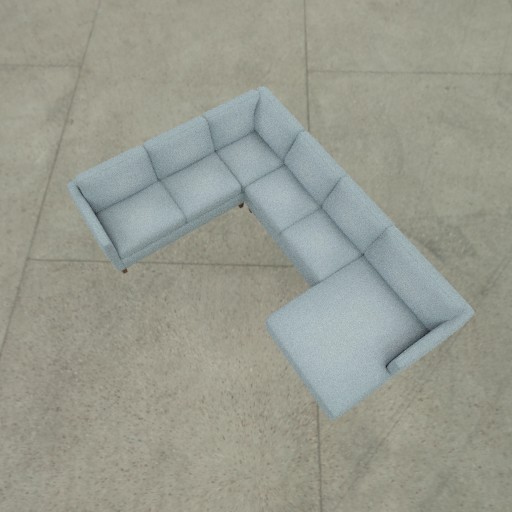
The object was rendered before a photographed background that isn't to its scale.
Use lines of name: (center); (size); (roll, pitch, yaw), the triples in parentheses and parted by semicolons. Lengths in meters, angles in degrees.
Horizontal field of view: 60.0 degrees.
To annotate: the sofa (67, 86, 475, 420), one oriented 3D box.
sofa: (0.000, 0.000, 4.509); (2.551, 0.889, 3.403); (-31, 68, -14)
